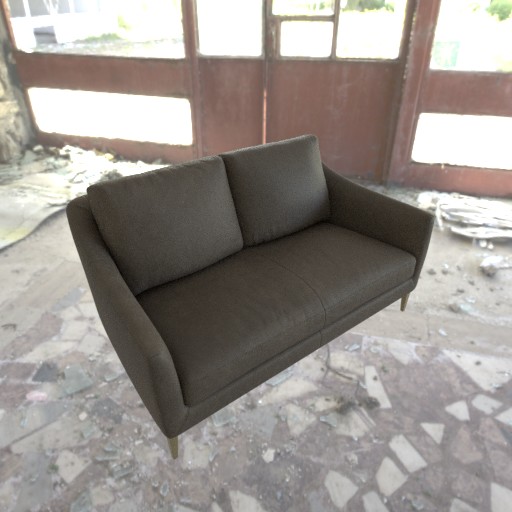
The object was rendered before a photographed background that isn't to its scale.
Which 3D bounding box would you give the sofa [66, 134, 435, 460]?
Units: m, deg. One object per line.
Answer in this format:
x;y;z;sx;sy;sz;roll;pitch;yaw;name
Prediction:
0.000;0.000;2.203;1.619;0.902;0.960;-22;37;-33;sofa
